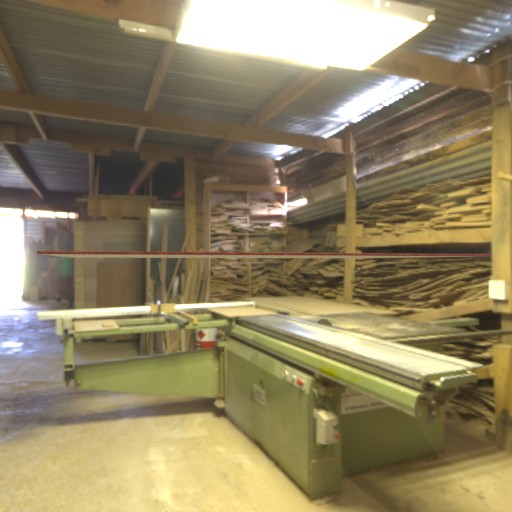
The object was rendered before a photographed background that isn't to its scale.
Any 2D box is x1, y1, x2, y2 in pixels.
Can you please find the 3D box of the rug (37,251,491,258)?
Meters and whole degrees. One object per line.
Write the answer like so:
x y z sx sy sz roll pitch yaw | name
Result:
0.000 0.000 2.965 2.438 0.014 1.524 0 -1 -18 | rug
